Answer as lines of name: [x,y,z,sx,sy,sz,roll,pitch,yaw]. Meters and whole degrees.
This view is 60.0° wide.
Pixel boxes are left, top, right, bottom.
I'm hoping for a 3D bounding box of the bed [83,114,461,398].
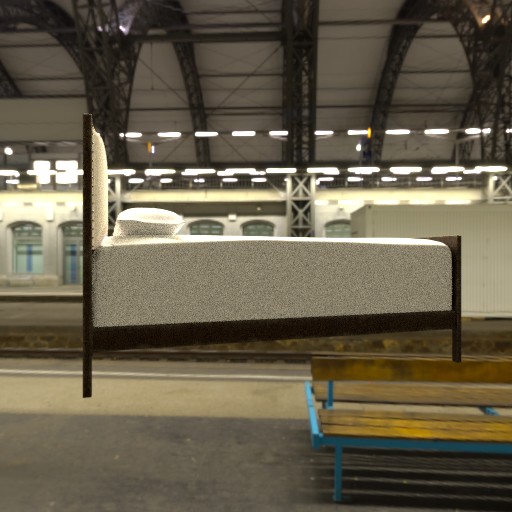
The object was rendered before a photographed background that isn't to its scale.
bed: [0.000,0.000,3.157,2.221,1.313,1.607,0,0,-18]
